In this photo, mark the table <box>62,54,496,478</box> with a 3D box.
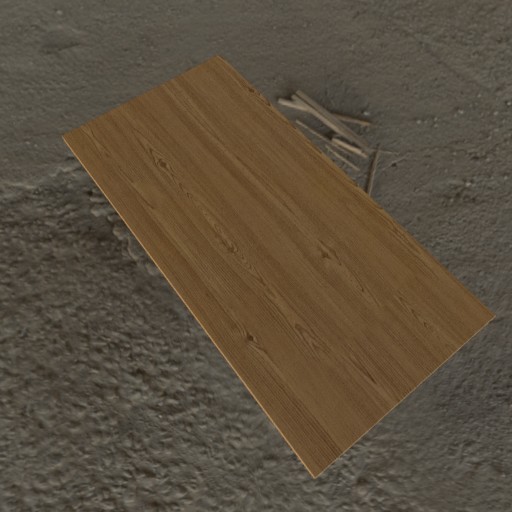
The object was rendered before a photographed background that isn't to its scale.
[{"bbox_3d":[0.000,0.000,2.200,0.901,0.750,1.797,-34,68,-16],"label":"table"}]
